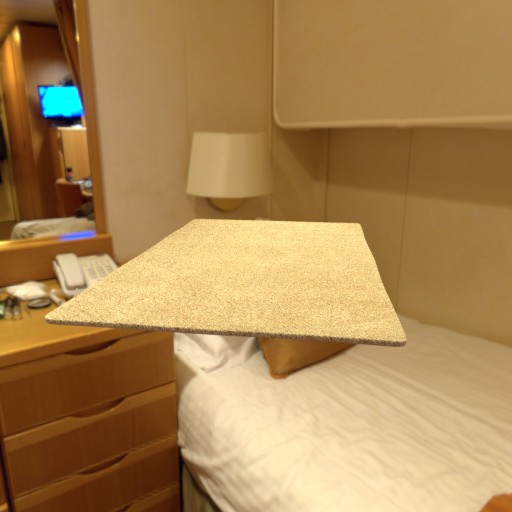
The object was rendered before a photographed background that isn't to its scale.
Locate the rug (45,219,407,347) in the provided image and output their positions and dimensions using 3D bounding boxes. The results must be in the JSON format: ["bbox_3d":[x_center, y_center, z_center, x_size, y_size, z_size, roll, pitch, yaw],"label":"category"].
[{"bbox_3d":[0.000,0.000,2.886,1.500,0.025,2.349,2,15,8],"label":"rug"}]
